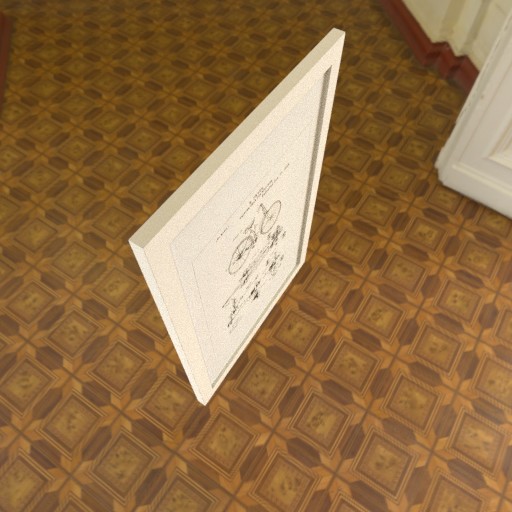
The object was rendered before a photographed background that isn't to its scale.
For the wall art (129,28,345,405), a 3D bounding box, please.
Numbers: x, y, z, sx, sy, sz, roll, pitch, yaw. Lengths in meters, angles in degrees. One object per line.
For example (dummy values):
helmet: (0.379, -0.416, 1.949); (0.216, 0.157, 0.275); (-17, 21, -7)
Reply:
wall art: (0.000, 0.000, 0.607); (0.015, 0.477, 0.332); (29, 62, 17)
